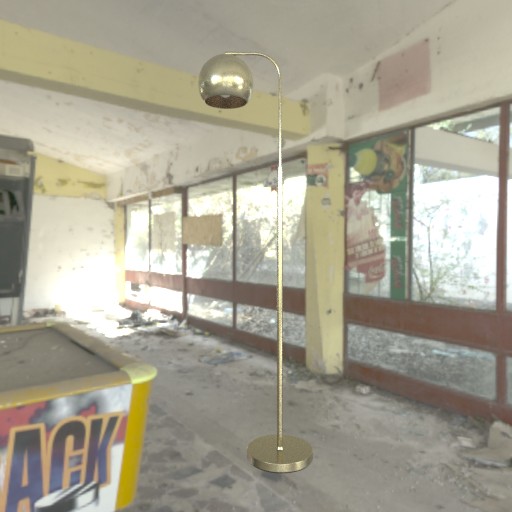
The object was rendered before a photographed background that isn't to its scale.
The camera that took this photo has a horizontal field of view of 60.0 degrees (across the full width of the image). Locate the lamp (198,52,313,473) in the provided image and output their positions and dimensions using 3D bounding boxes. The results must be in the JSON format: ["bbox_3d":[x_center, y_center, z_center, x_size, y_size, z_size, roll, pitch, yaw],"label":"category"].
[{"bbox_3d":[0.000,0.000,1.668,0.431,1.526,0.250,0,1,0],"label":"lamp"}]
